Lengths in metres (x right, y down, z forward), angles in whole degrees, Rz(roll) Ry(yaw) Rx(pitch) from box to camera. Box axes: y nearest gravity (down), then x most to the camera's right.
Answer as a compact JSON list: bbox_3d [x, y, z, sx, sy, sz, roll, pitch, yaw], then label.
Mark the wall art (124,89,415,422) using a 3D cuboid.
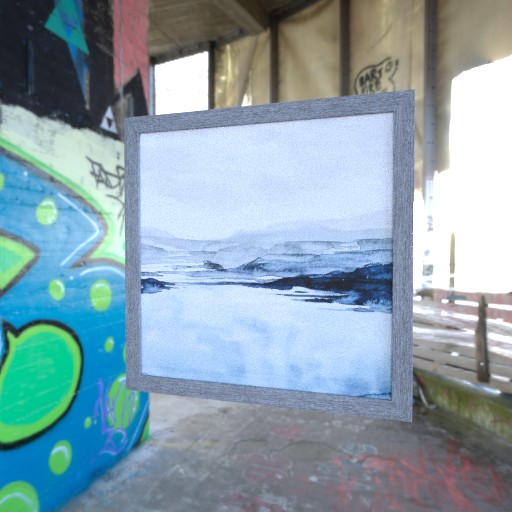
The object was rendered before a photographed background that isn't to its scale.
[{"bbox_3d":[0.000,0.000,1.023,0.685,0.685,0.020,0,2,17],"label":"wall art"}]
